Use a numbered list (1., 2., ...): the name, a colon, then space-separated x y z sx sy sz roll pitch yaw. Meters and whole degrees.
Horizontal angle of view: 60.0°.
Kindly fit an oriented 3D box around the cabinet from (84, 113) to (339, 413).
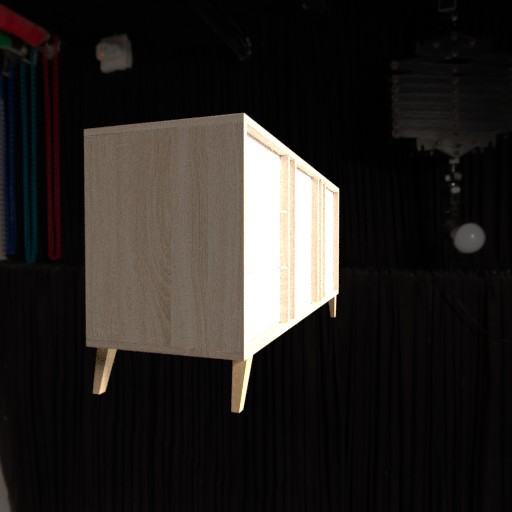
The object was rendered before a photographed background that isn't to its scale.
1. cabinet: 0.000 0.000 2.006 0.500 0.780 1.649 1 2 19
